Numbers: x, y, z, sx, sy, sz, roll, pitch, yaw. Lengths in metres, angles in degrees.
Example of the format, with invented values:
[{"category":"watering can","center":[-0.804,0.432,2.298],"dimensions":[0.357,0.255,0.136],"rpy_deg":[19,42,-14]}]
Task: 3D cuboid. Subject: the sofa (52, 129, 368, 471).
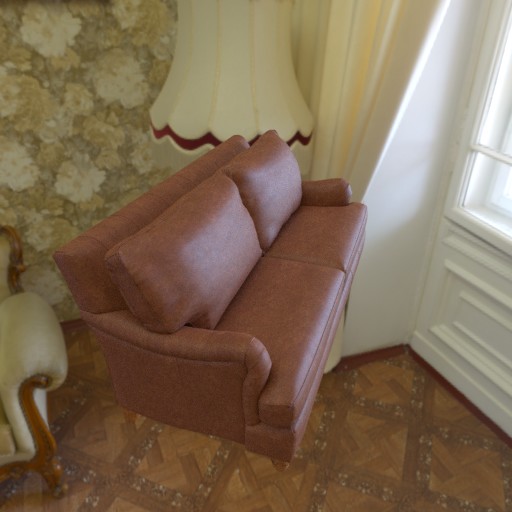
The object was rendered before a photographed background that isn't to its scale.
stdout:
[{"category":"sofa","center":[0.000,0.000,2.771],"dimensions":[1.147,1.071,2.144],"rpy_deg":[10,32,17]}]
